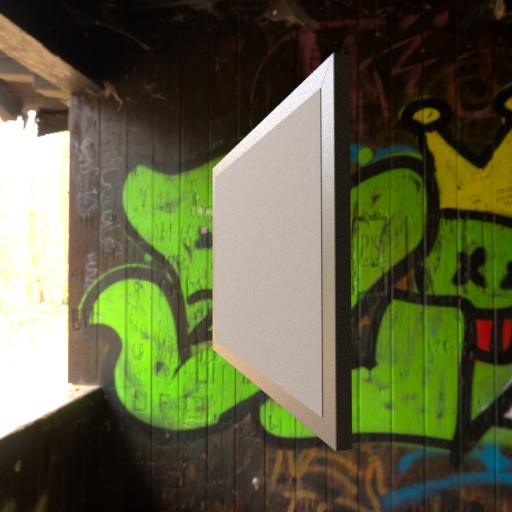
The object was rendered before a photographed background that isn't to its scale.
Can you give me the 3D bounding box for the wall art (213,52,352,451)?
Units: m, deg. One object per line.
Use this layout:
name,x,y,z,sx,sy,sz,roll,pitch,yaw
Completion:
wall art,0.000,0.000,0.547,0.016,0.306,0.432,0,-1,-18
